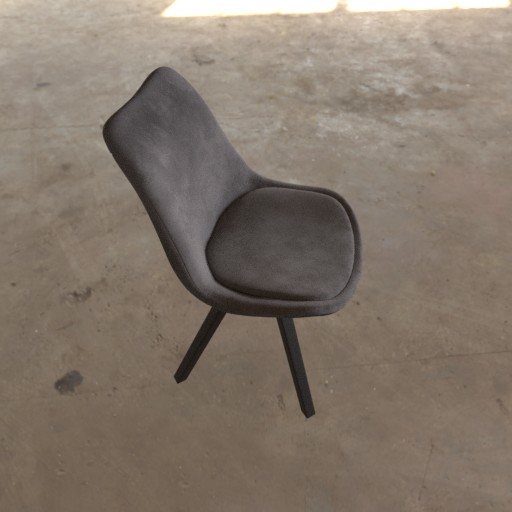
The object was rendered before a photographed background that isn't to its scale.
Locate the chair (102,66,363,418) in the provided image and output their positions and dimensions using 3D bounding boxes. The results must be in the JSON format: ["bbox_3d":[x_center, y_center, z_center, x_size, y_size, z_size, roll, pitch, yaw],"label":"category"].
[{"bbox_3d":[0.000,0.000,1.179,0.550,0.850,0.476,10,47,10],"label":"chair"}]
